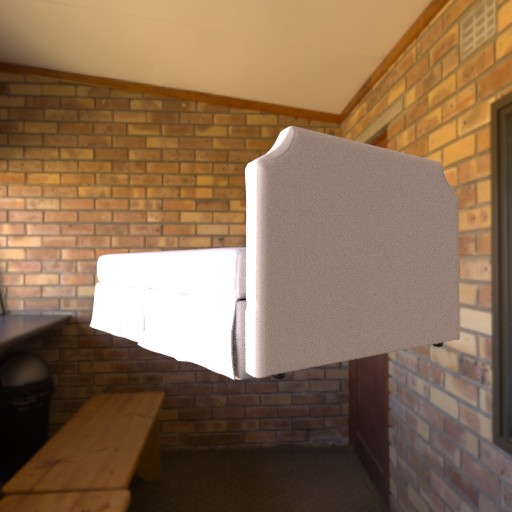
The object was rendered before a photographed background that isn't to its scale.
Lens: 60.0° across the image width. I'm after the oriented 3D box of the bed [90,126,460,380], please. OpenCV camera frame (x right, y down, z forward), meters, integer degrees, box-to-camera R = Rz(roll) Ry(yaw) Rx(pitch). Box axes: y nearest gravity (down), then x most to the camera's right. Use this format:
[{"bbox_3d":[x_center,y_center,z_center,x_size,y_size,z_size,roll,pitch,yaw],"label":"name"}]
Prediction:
[{"bbox_3d":[0.000,0.000,3.644,1.977,1.293,2.498,1,-1,-36],"label":"bed"}]
